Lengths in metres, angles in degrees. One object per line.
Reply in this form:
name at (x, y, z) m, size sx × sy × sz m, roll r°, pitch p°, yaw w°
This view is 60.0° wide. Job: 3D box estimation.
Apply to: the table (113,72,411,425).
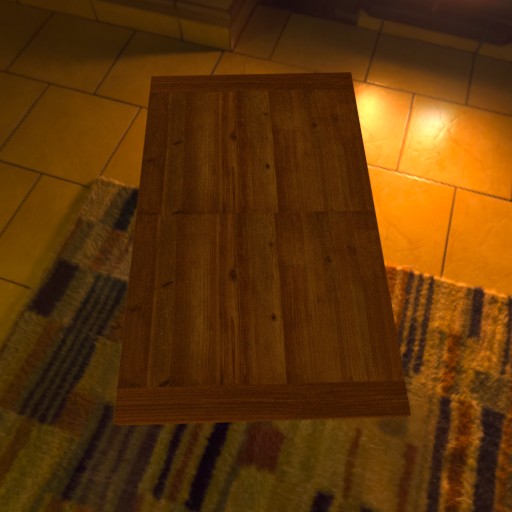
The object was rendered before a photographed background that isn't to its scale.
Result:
table at (0.000, 0.000, 2.038) m, size 0.922 × 0.743 × 1.503 m, roll -1°, pitch 63°, yaw -1°
